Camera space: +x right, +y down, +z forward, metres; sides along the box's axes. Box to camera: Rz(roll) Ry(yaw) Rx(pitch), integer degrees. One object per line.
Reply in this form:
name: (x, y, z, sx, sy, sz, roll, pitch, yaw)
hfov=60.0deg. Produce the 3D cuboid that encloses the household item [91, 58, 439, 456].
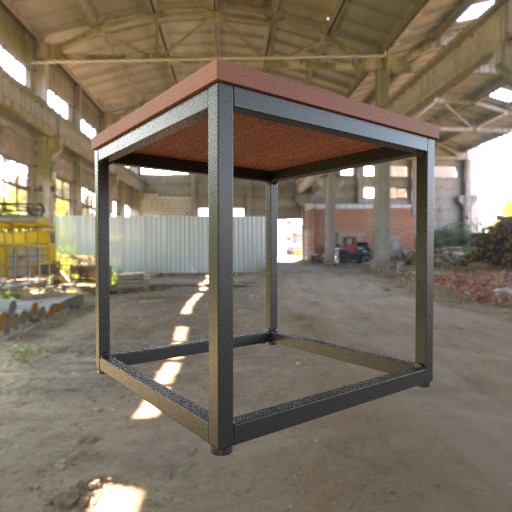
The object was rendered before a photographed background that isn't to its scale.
household item: (0.000, 0.000, 0.720, 0.400, 0.400, 0.400, -1, 1, -37)
